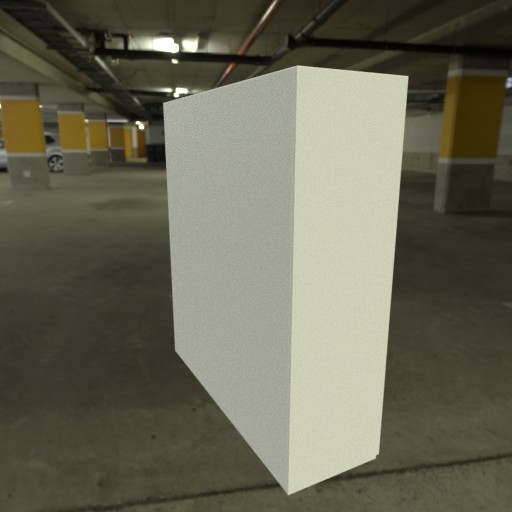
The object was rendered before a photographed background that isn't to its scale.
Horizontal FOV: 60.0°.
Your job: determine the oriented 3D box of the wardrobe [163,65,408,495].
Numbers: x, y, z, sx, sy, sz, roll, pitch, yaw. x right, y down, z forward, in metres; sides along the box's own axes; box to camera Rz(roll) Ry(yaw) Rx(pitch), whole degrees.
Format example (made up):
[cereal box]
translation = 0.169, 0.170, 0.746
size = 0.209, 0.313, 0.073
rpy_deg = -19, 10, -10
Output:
[wardrobe]
translation = 0.000, 0.000, 2.910
size = 0.600, 2.020, 1.830
rpy_deg = -7, 16, -27
